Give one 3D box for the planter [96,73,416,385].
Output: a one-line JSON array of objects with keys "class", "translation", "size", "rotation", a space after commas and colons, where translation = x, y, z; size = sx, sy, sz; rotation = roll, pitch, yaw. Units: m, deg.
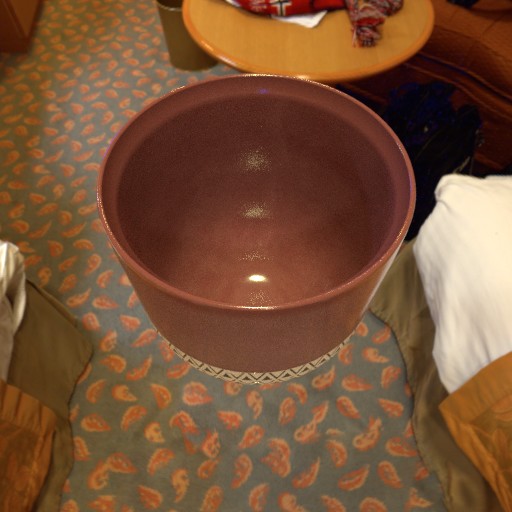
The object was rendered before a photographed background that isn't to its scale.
[{"class": "planter", "translation": [0.000, 0.000, 0.486], "size": [0.266, 0.270, 0.266], "rotation": [0, 57, 0]}]
